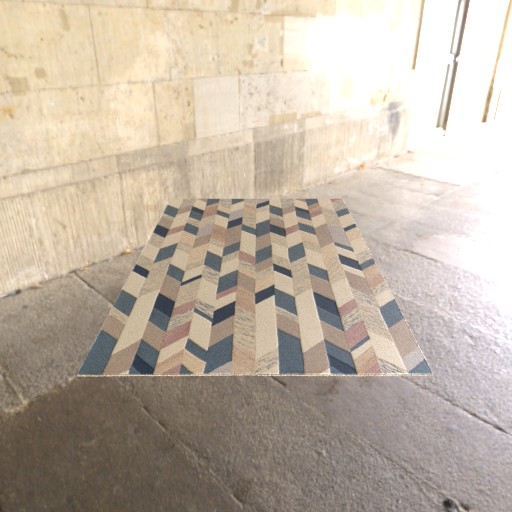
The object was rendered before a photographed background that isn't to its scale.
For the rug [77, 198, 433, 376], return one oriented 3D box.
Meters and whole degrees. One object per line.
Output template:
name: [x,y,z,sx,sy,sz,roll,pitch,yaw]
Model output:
rug: [0.000,0.000,2.287,1.202,0.006,1.813,0,26,0]
